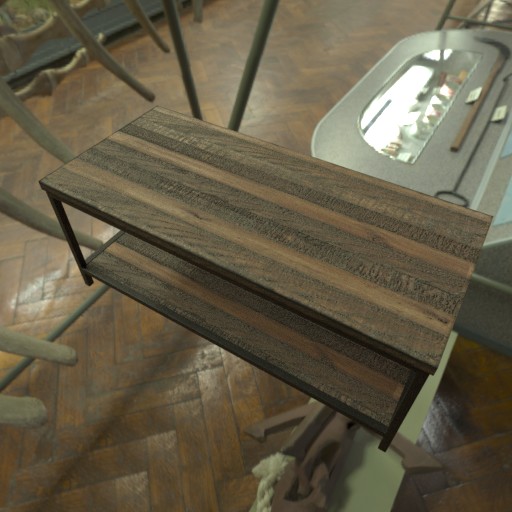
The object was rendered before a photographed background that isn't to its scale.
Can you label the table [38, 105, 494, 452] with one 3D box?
[{"bbox_3d":[0.000,0.000,1.197,0.990,0.399,0.452,24,51,21],"label":"table"}]
